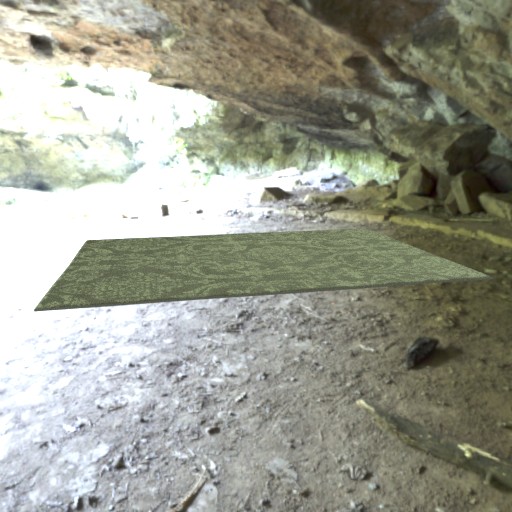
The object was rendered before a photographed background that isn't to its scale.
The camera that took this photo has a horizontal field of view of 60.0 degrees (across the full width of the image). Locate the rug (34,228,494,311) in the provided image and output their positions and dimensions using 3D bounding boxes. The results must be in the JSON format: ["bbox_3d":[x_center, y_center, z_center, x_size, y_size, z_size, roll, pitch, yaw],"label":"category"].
[{"bbox_3d":[0.000,0.000,2.278,1.824,0.012,1.206,-3,14,-12],"label":"rug"}]
